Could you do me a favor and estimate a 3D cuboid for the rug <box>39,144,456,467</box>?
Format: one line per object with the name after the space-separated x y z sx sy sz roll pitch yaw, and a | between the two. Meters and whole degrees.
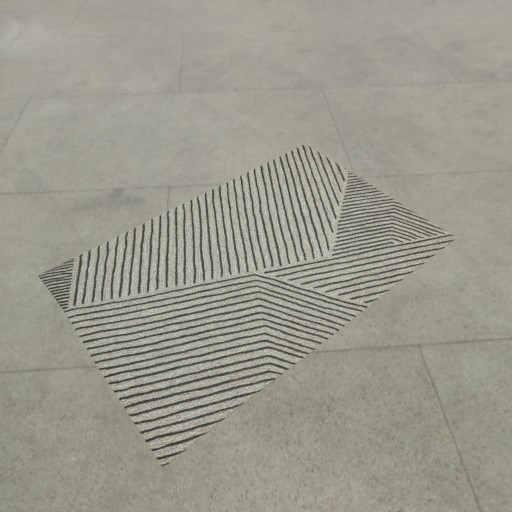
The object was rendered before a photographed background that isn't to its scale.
0.000 0.000 2.996 2.406 0.023 1.539 -31 54 -26 | rug
